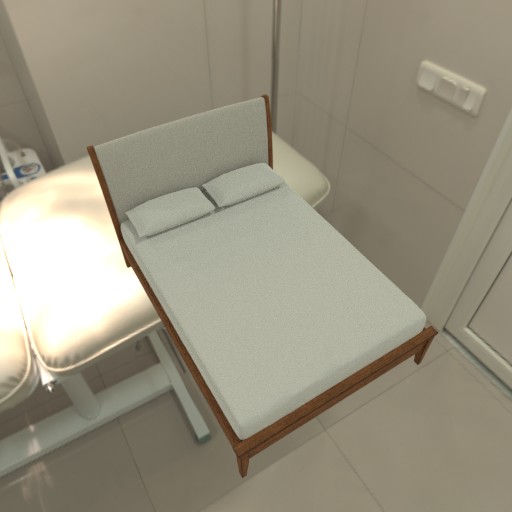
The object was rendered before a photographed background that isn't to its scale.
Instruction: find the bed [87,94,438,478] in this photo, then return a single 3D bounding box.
[{"bbox_3d":[0.000,0.000,3.098,1.502,1.135,2.108,-24,51,-21],"label":"bed"}]
